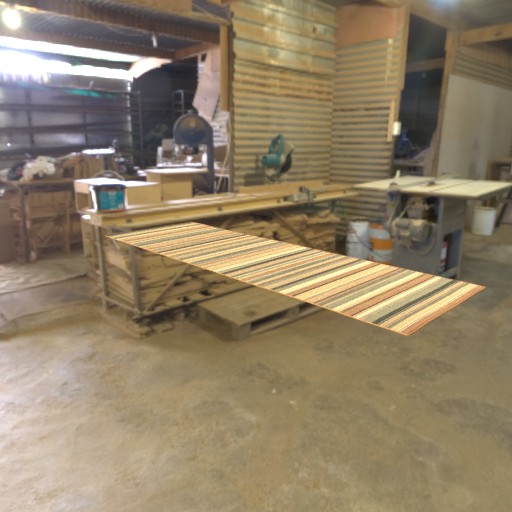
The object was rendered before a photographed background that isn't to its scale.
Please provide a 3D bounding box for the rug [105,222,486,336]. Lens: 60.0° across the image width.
[{"bbox_3d":[0.000,0.000,2.761,0.799,0.010,2.444,-14,21,-43],"label":"rug"}]
